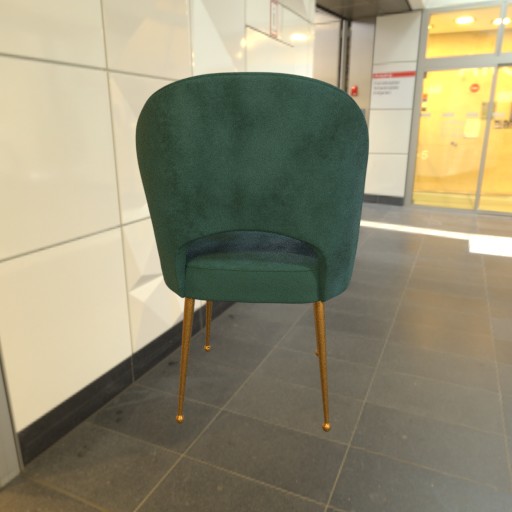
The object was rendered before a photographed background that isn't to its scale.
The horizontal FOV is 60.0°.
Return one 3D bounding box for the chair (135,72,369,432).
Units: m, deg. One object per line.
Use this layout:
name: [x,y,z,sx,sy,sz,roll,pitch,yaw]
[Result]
chair: [0.000,0.000,1.192,0.527,0.860,0.577,1,17,5]
